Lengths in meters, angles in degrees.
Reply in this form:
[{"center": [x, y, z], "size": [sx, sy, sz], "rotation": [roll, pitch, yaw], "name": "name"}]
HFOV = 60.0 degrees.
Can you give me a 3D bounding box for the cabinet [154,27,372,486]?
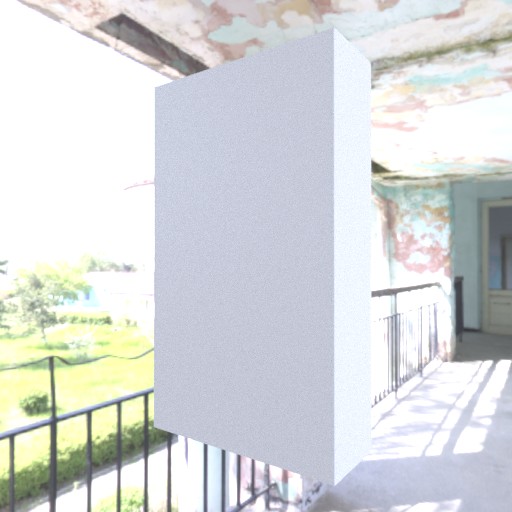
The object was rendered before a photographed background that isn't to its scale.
[{"center": [0.000, 0.000, 2.639], "size": [1.250, 2.160, 0.480], "rotation": [0, 0, 36], "name": "cabinet"}]
